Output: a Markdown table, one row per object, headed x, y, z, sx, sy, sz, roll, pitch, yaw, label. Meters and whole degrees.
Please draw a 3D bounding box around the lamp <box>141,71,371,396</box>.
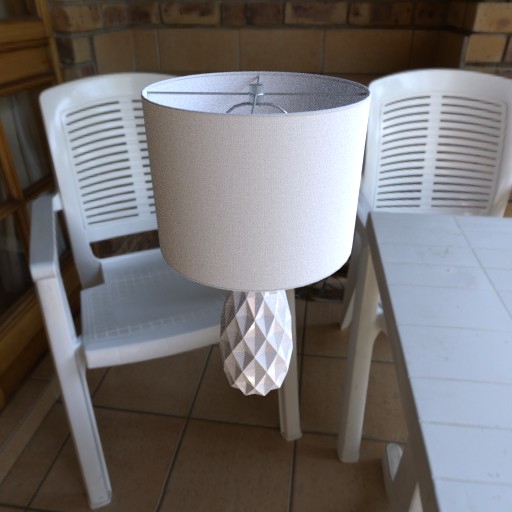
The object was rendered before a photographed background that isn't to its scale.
| x | y | z | sx | sy | sz | roll | pitch | yaw | label |
| --- | --- | --- | --- | --- | --- | --- | --- | --- | --- |
| 0.000 | 0.000 | 0.715 | 0.297 | 0.522 | 0.297 | 0 | 31 | 0 | lamp |
